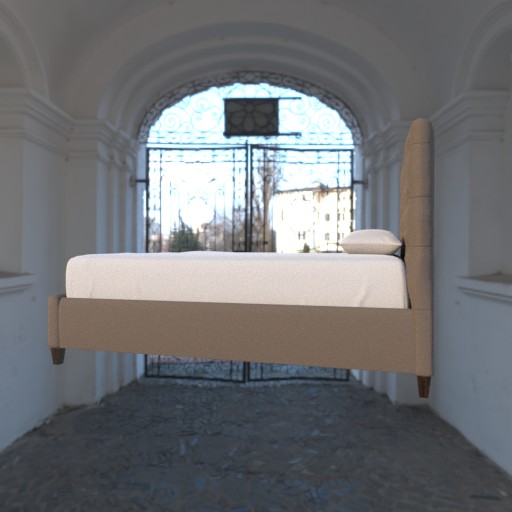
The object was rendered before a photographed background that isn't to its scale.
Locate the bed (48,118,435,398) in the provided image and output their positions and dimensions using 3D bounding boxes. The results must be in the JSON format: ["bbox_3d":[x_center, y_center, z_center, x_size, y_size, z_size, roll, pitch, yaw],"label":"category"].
[{"bbox_3d":[0.000,0.000,3.373,2.387,1.427,1.698,0,1,17],"label":"bed"}]
